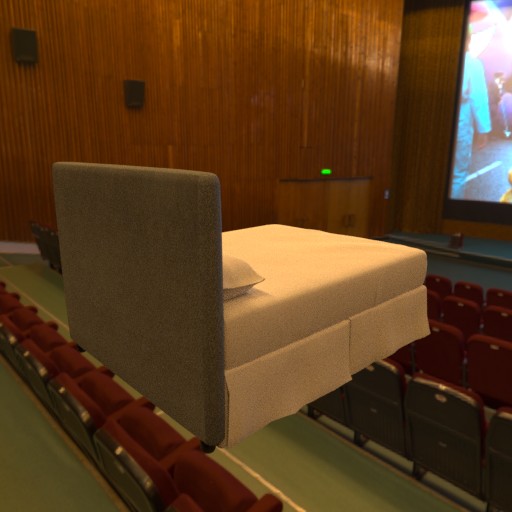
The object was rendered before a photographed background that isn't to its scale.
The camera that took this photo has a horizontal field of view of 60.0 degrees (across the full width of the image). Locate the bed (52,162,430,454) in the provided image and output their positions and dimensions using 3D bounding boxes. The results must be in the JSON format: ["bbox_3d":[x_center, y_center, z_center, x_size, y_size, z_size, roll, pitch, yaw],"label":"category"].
[{"bbox_3d":[0.000,0.000,3.153,2.142,1.330,1.713,-13,19,-42],"label":"bed"}]
